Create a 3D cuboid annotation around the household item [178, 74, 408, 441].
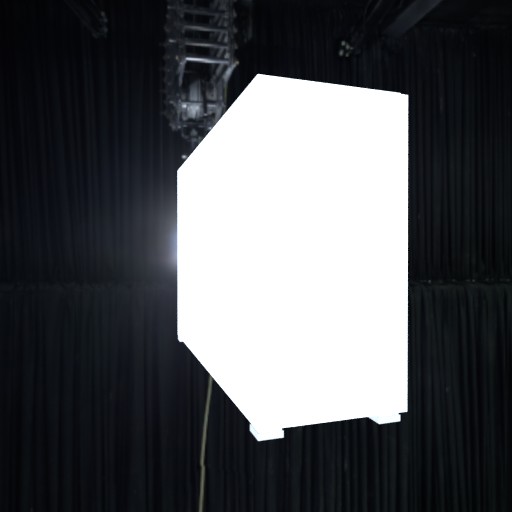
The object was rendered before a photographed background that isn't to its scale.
[{"bbox_3d":[0.000,0.000,1.730,0.420,0.867,1.300,0,0,-18],"label":"household item"}]
